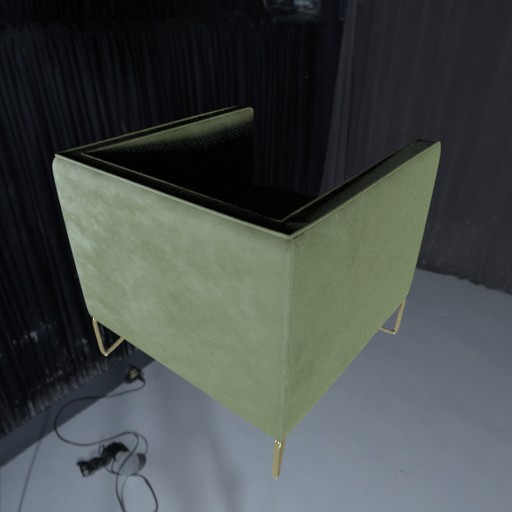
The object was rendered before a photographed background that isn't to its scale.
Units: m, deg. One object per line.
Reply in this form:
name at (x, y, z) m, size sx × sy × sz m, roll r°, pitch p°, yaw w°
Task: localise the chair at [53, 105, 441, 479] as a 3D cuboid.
chair at (0.000, 0.000, 1.557) m, size 0.880 × 0.790 × 0.894 m, roll 22°, pitch 37°, yaw 32°
